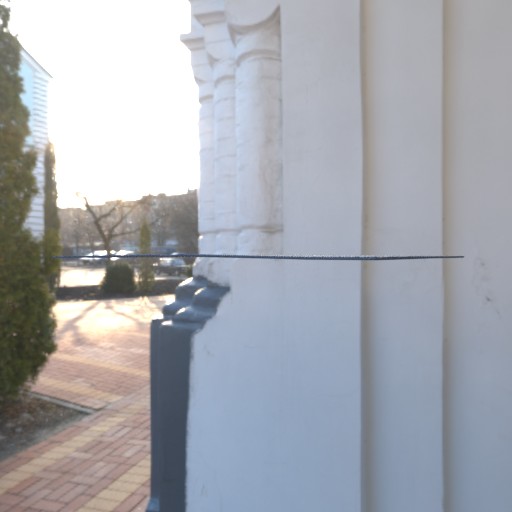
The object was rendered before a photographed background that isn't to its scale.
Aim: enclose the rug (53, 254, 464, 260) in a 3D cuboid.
[{"bbox_3d":[0.000,0.000,3.057,2.349,0.030,1.624,0,0,36],"label":"rug"}]
